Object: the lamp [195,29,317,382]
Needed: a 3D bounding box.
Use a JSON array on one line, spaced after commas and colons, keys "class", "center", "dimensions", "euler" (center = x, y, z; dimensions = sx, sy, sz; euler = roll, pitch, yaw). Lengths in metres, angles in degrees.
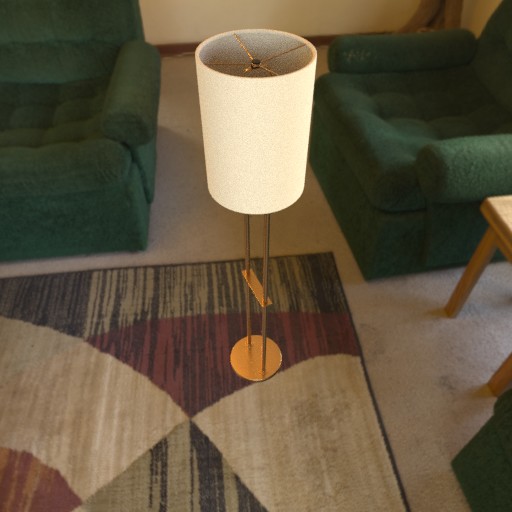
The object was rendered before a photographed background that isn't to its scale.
[{"class": "lamp", "center": [0.000, 0.000, 1.660], "dimensions": [0.305, 1.500, 0.306], "euler": [-18, 49, -17]}]
